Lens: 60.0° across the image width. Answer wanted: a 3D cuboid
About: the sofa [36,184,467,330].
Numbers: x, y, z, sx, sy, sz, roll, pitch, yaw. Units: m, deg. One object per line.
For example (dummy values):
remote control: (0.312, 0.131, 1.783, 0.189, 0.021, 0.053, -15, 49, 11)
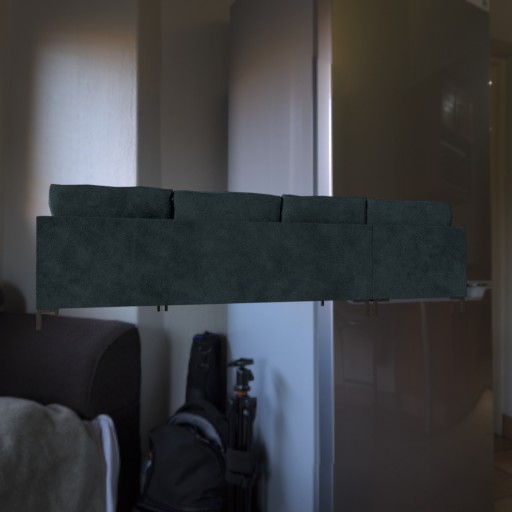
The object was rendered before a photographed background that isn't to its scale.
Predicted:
sofa: (0.000, 0.000, 4.017, 3.400, 0.967, 1.500, 0, -1, -17)
